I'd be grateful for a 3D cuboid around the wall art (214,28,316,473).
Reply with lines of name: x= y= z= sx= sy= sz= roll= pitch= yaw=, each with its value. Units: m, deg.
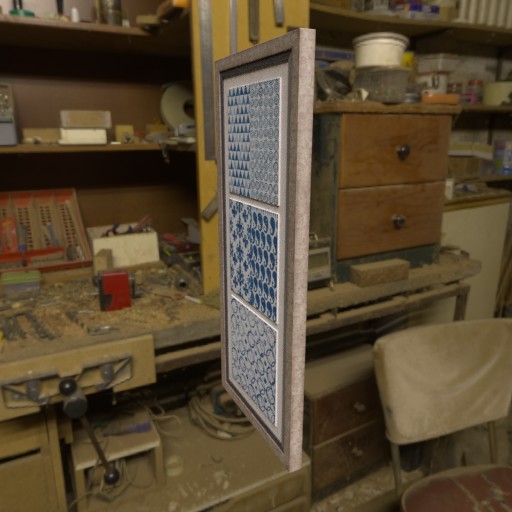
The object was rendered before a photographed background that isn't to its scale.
wall art: x=0.000 y=0.000 z=1.696 sx=0.051 sy=1.461 sz=0.648 roll=-8 pitch=17 yaw=-25
